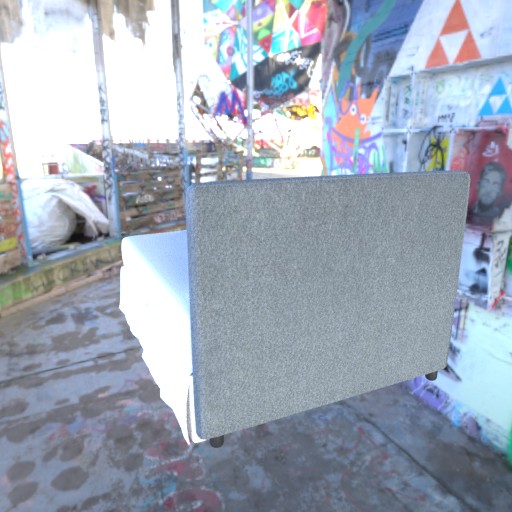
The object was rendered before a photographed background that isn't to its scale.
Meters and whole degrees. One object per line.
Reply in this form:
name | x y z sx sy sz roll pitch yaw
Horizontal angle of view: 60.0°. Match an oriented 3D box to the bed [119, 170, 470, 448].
bed | 0.000 0.000 3.232 1.723 1.330 2.142 -7 17 -24
